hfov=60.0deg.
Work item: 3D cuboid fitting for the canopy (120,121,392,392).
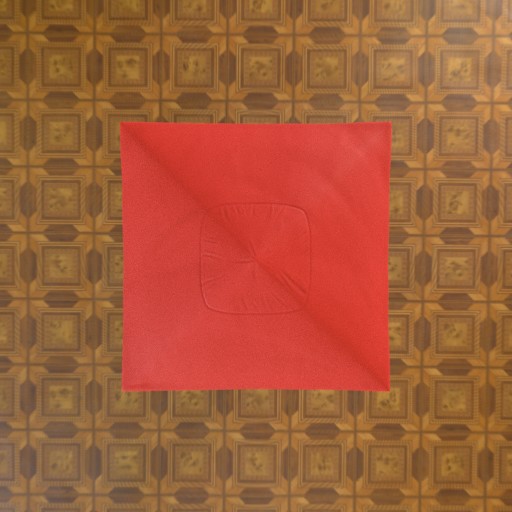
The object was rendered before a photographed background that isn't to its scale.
[{"bbox_3d":[0.000,0.000,5.617,2.998,2.997,2.996,0,91,0],"label":"canopy"}]
